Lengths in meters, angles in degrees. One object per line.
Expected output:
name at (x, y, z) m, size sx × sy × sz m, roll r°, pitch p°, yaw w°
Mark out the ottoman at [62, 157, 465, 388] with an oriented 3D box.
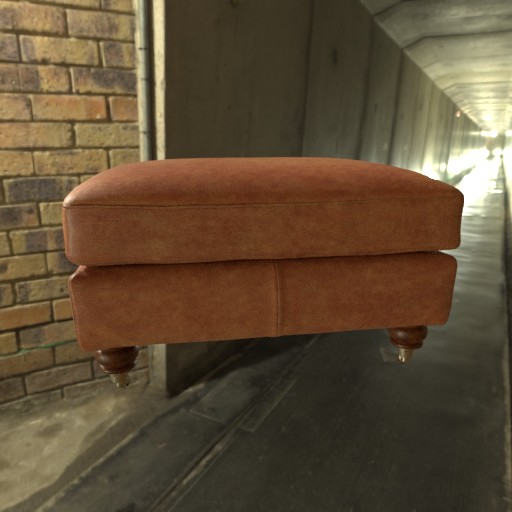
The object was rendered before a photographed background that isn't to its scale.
ottoman at (0.000, 0.000, 1.174) m, size 0.852 × 0.507 × 0.565 m, roll -3°, pitch 16°, yaw -9°
